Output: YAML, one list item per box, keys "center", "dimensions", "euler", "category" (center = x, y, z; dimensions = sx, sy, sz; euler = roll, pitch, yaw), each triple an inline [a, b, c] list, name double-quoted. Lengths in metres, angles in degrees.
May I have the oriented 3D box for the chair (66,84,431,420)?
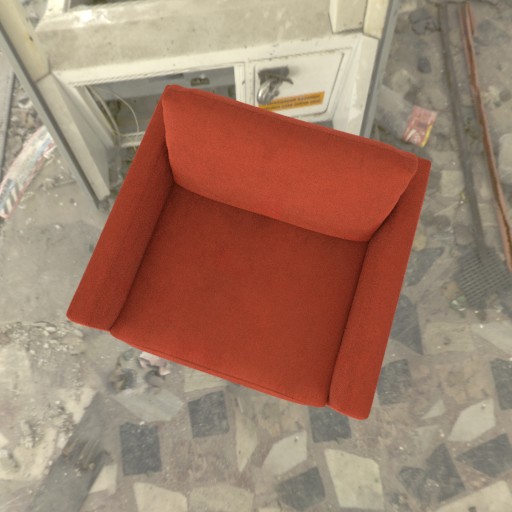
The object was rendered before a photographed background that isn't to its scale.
- center: [0.000, 0.000, 1.585]
  dimensions: [0.964, 0.812, 0.875]
  euler: [18, 76, 4]
  category: "chair"
